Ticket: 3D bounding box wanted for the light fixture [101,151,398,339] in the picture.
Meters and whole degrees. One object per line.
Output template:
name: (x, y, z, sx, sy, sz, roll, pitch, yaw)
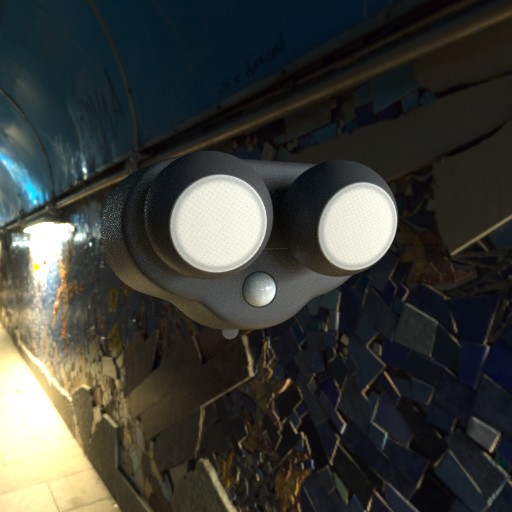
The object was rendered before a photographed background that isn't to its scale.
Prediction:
light fixture: (0.000, 0.000, 0.345, 0.229, 0.159, 0.159, 0, 1, -19)
